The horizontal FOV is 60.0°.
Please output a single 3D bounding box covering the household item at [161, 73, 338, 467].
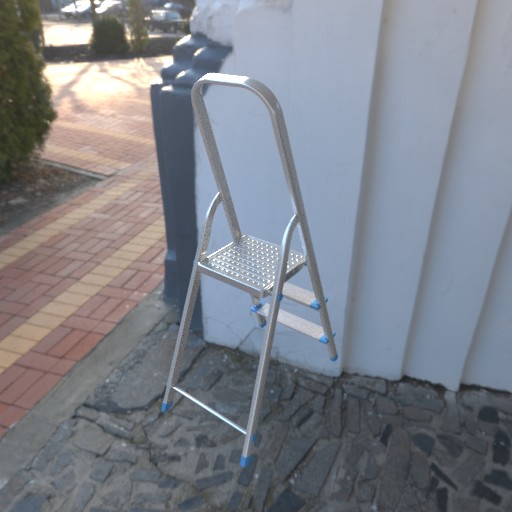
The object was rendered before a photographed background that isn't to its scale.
[{"bbox_3d":[0.000,0.000,1.564,0.420,1.215,0.687,20,35,31],"label":"household item"}]
